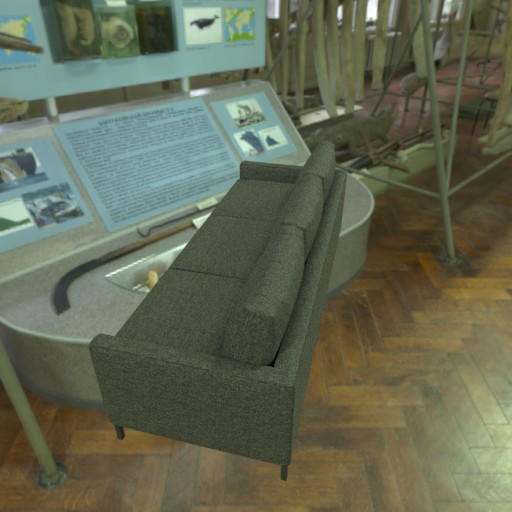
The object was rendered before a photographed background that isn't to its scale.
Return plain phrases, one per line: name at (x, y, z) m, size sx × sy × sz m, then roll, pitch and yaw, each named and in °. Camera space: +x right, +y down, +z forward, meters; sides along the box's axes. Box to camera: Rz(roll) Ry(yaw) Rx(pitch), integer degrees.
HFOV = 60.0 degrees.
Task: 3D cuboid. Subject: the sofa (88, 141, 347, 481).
sofa at (0.000, 0.000, 2.696) m, size 0.876 × 0.879 × 2.253 m, roll 8°, pitch 33°, yaw 13°
